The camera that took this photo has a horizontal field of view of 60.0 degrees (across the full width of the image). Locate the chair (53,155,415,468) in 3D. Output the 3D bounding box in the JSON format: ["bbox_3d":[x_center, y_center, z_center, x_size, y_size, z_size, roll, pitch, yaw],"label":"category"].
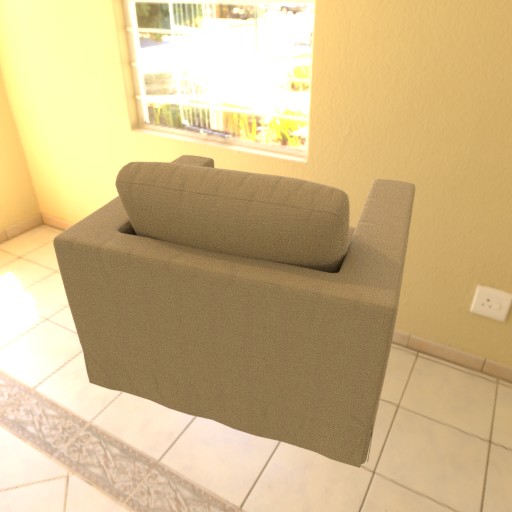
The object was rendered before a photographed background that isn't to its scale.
[{"bbox_3d":[0.000,0.000,1.781,1.150,0.878,0.957,11,33,17],"label":"chair"}]
